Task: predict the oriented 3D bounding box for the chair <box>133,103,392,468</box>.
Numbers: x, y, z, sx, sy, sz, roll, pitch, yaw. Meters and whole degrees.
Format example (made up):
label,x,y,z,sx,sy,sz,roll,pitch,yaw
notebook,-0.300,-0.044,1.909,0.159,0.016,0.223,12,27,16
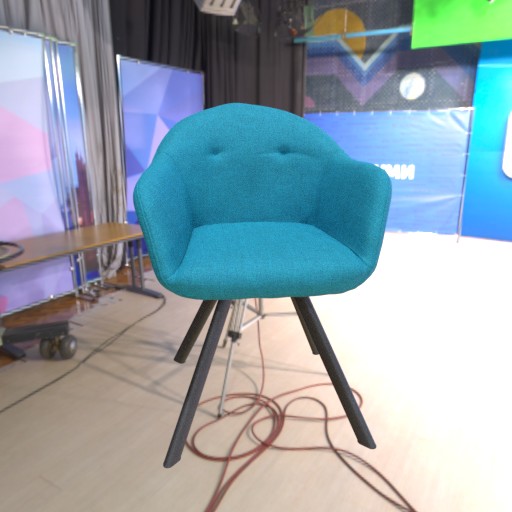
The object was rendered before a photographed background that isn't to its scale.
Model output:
label,x,y,z,sx,sy,sz,roll,pitch,yaw
chair,0.000,0.000,1.146,0.545,0.775,0.565,-2,16,-7
